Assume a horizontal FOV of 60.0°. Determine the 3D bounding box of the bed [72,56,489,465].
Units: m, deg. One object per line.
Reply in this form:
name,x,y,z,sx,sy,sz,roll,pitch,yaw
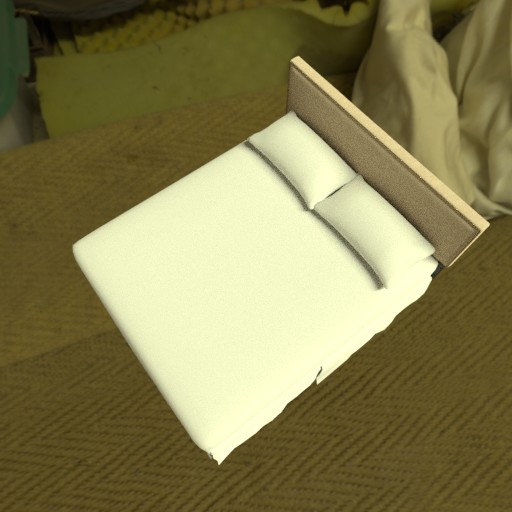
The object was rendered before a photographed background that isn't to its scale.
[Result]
bed,0.000,0.000,2.793,1.876,1.016,1.616,-35,69,-15
